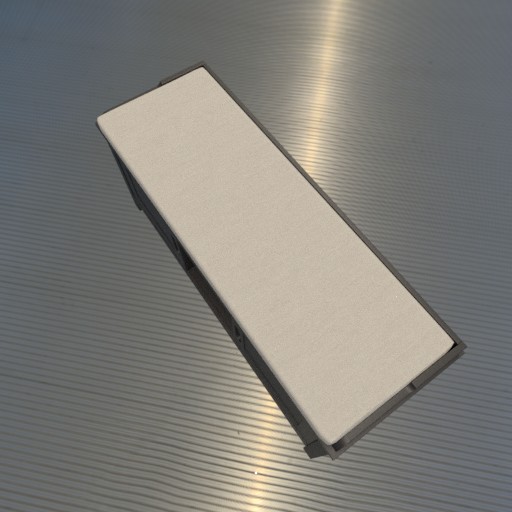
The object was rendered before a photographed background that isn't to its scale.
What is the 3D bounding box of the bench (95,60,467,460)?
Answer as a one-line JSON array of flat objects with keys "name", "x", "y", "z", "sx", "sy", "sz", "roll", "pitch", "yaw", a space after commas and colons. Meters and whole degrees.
[{"name": "bench", "x": 0.000, "y": 0.000, "z": 1.375, "sx": 0.398, "sy": 0.501, "sz": 1.140, "roll": -32, "pitch": 68, "yaw": -15}]
